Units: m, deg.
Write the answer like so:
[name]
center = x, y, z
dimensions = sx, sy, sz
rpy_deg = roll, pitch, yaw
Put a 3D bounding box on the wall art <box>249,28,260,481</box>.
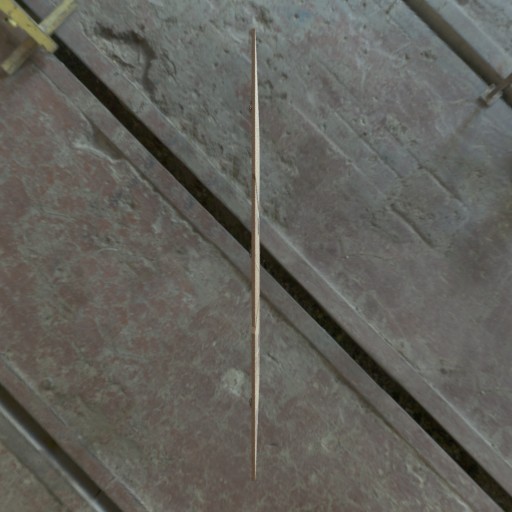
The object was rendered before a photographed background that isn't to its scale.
[wall art]
center = 0.000, 0.000, 2.254
dimensions = 0.023, 1.522, 1.526
rpy_deg = 0, 89, 1
